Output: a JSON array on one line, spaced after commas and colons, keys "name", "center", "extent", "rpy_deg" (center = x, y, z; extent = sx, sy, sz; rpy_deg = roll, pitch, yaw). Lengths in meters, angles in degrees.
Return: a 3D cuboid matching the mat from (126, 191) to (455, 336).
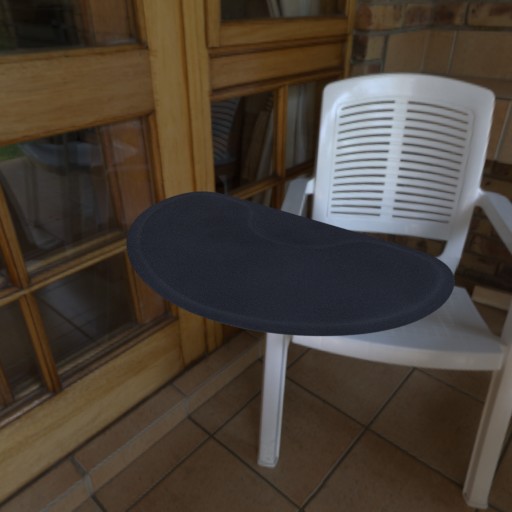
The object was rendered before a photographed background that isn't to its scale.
[{"name": "mat", "center": [0.000, 0.000, 1.910], "extent": [1.524, 0.013, 0.913], "rpy_deg": [20, 36, 30]}]
